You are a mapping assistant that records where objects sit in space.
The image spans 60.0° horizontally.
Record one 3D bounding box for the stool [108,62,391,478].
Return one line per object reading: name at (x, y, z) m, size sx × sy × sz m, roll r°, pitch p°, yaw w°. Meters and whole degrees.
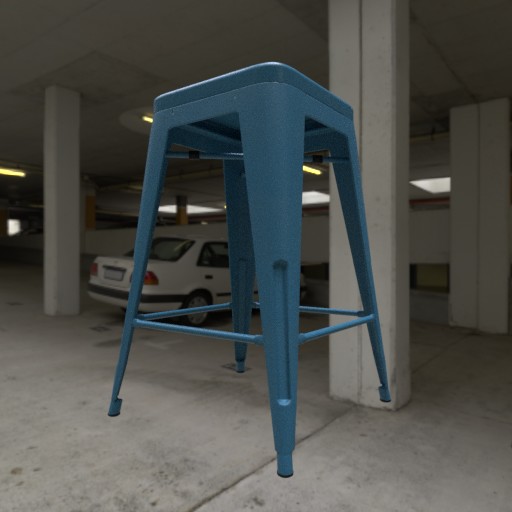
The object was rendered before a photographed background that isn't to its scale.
stool at (0.000, 0.000, 0.885) m, size 0.410 × 0.608 × 0.410 m, roll 0°, pitch 0°, yaw 36°
